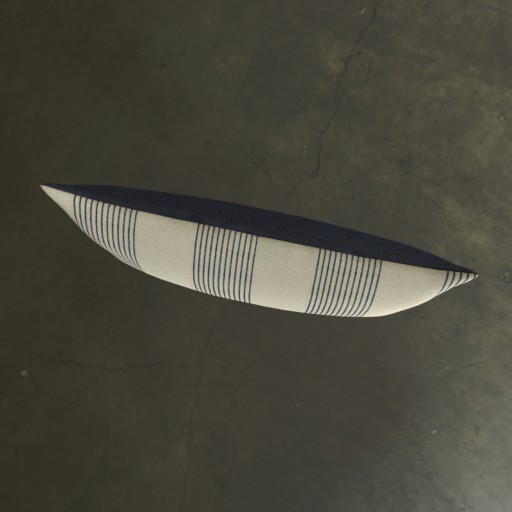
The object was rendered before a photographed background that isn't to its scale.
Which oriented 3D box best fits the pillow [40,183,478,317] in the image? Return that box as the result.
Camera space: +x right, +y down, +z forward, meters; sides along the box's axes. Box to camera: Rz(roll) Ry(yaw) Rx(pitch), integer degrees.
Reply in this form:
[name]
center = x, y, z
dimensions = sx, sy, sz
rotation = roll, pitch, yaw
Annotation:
[pillow]
center = 0.000, 0.000, 0.734
dimensions = 0.610, 0.287, 0.151
rotation = 12, 77, 3
